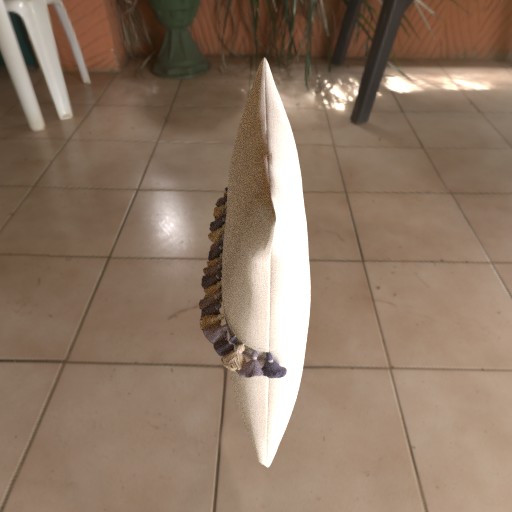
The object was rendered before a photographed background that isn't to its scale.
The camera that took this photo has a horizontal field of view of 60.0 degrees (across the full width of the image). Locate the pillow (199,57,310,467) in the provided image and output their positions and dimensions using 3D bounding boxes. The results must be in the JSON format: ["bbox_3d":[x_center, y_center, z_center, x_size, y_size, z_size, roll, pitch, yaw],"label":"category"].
[{"bbox_3d":[0.000,0.000,0.726,0.165,0.481,0.489,0,41,0],"label":"pillow"}]
